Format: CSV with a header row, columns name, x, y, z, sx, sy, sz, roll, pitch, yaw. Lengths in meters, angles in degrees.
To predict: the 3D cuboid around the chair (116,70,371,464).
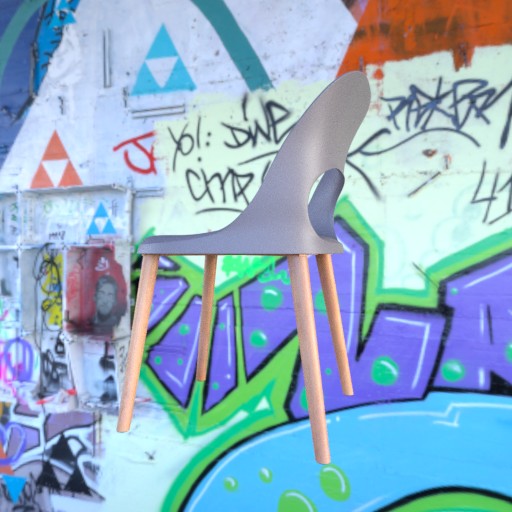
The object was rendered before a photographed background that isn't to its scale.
name,x,y,z,sx,sy,sz,roll,pitch,yaw
chair,0.000,0.000,1.121,0.556,0.795,0.470,0,1,18
